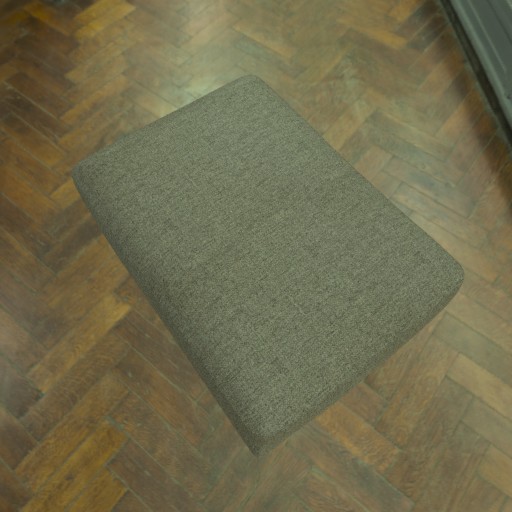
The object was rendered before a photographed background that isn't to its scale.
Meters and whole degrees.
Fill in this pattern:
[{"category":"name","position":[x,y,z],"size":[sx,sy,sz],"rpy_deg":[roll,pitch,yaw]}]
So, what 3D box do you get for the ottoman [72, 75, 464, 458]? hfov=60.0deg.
[{"category":"ottoman","position":[0.000,0.000,1.267],"size":[0.637,0.478,0.885],"rpy_deg":[-33,67,-16]}]
